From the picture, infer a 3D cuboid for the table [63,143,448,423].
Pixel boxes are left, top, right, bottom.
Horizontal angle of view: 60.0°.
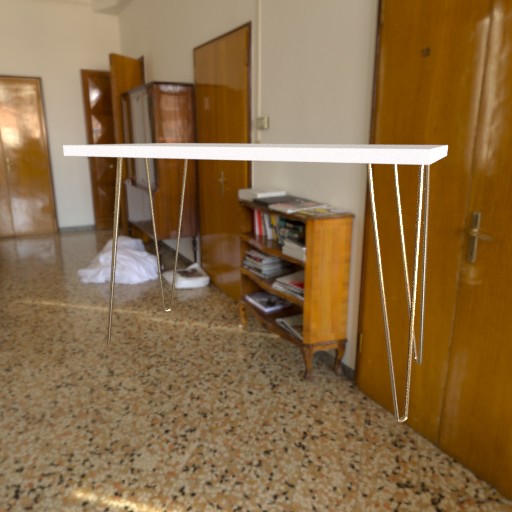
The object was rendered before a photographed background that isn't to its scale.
[{"bbox_3d":[0.000,0.000,1.362,0.991,0.660,0.498,7,17,25],"label":"table"}]
